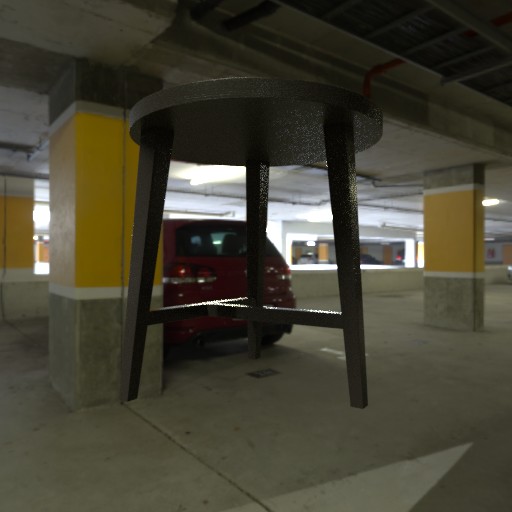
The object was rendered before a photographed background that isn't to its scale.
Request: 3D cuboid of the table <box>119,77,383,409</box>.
[{"bbox_3d":[0.000,0.000,0.908,0.500,0.531,0.500,0,0,0],"label":"table"}]
